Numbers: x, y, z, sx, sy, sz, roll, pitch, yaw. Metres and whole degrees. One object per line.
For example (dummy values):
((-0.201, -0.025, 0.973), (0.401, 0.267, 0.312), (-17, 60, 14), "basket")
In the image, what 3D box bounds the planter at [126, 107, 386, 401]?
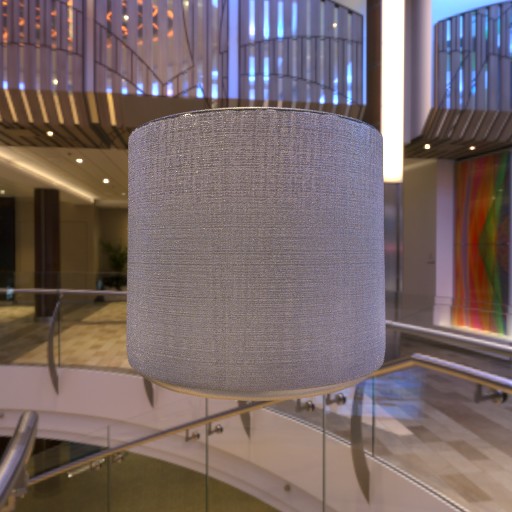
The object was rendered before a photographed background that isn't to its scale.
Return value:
((0.000, 0.000, 0.223), (0.125, 0.112, 0.125), (0, 1, 0), "planter")
